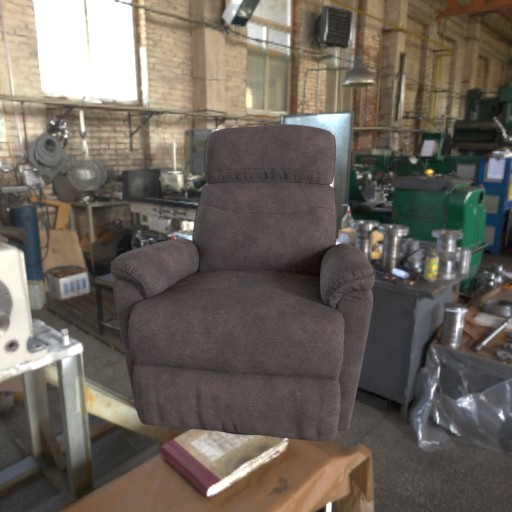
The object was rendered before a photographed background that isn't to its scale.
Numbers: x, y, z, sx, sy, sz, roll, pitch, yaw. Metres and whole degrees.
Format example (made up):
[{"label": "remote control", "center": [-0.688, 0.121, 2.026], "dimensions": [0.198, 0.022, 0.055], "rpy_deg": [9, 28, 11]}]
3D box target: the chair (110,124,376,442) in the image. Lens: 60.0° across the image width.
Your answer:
[{"label": "chair", "center": [0.000, 0.000, 1.736], "dimensions": [0.830, 1.035, 1.009], "rpy_deg": [2, 14, 9]}]
